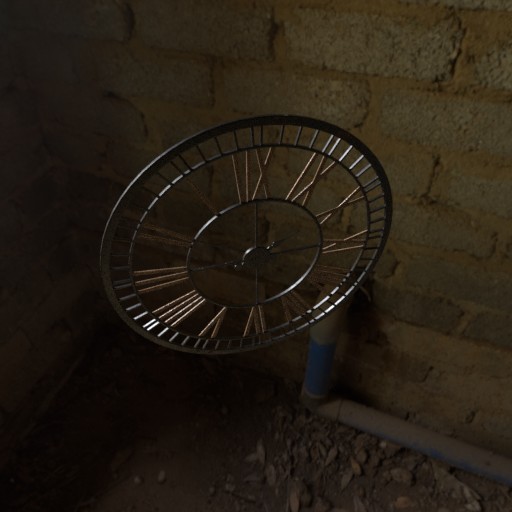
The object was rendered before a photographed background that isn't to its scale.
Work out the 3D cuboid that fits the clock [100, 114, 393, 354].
[{"bbox_3d":[0.000,0.000,1.269,0.843,0.843,0.025,-11,43,-12],"label":"clock"}]
